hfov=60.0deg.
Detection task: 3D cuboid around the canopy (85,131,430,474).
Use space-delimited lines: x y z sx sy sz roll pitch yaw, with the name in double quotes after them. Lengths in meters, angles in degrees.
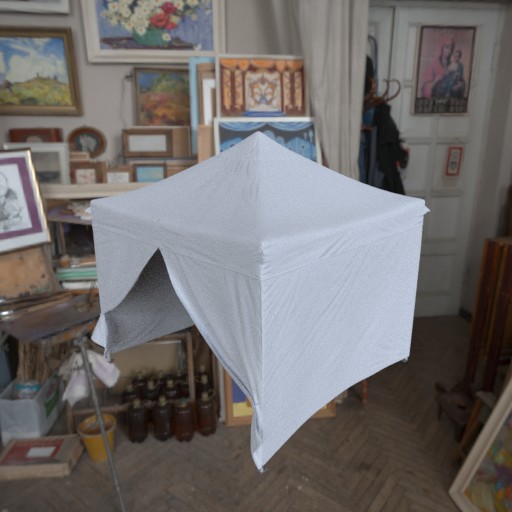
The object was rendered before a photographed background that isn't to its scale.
0.000 0.000 5.537 3.043 2.997 3.121 15 22 42 "canopy"
